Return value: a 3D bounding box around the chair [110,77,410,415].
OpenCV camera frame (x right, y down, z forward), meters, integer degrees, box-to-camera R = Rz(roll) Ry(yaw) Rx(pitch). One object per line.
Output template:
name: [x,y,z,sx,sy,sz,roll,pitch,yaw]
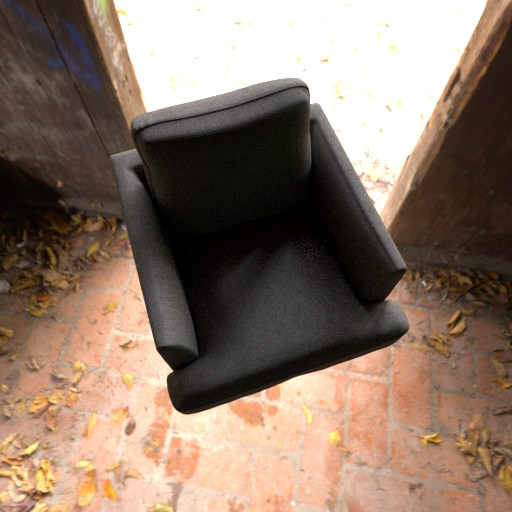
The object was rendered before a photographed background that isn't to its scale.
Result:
chair: [0.000,0.000,1.649,0.858,0.957,0.899,-17,65,-8]
